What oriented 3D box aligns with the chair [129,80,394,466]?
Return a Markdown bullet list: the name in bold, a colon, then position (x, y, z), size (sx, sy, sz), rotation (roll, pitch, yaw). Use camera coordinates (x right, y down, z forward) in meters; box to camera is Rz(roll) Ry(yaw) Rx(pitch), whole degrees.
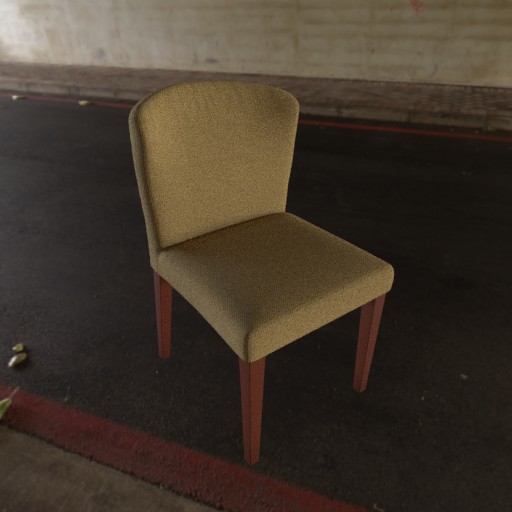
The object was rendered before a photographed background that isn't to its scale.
- **chair**: position (0.000, 0.000, 1.216), size (0.491, 0.839, 0.589), rotation (-20, 35, -31)
